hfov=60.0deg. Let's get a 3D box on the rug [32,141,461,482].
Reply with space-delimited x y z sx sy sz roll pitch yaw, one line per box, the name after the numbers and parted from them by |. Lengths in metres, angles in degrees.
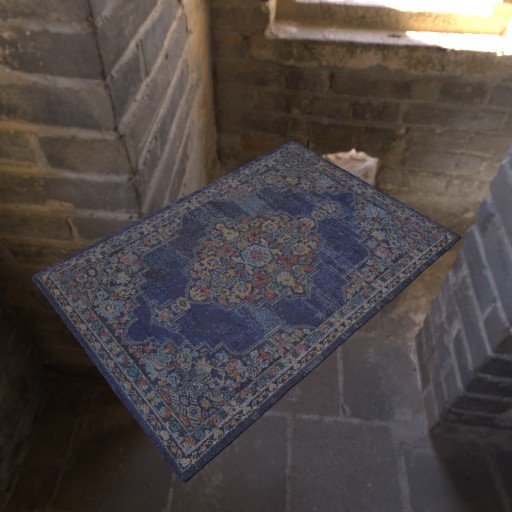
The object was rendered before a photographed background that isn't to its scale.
0.000 0.000 3.647 2.940 0.011 2.053 -33 55 -28 | rug
